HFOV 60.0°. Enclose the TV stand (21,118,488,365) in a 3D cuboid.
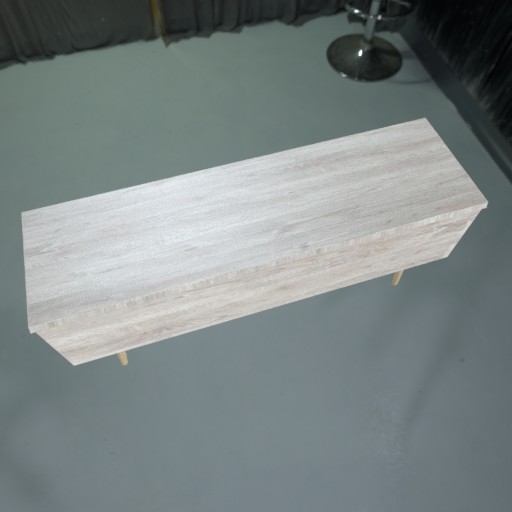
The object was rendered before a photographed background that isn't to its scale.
[{"bbox_3d":[0.000,0.000,1.540,1.313,0.565,0.401,-15,60,-9],"label":"TV stand"}]
